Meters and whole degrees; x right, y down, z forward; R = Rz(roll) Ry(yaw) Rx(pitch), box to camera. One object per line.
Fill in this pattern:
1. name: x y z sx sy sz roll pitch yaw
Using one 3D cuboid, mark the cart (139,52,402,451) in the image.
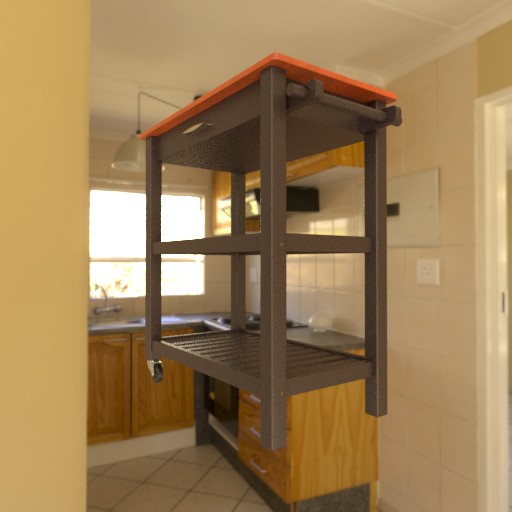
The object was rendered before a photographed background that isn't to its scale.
1. cart: 0.000 0.000 1.457 0.457 0.927 0.899 0 -1 -36
